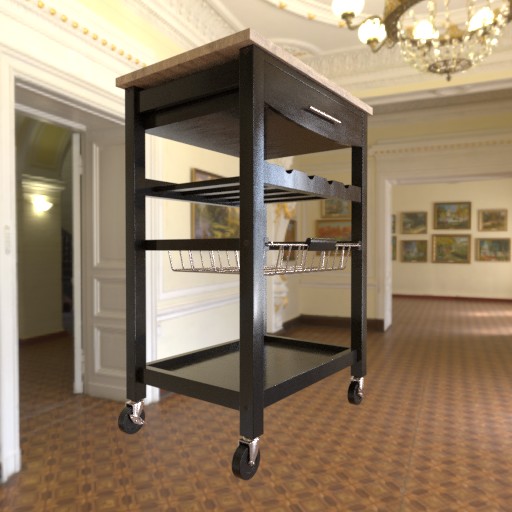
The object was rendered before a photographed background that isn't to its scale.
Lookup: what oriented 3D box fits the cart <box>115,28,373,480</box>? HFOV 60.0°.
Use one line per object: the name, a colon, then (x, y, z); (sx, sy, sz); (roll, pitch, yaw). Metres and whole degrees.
cart: (0.000, 0.000, 1.153); (0.403, 0.839, 0.584); (1, 1, 37)
